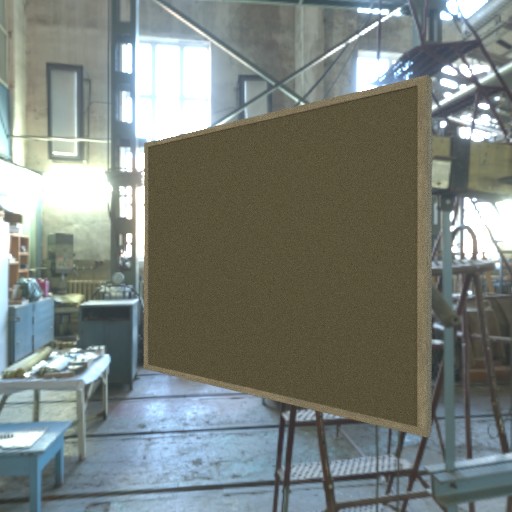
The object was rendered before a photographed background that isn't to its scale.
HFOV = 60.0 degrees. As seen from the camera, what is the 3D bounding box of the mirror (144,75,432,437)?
[{"bbox_3d":[0.000,0.000,1.103,0.839,0.689,0.028,0,0,37],"label":"mirror"}]
